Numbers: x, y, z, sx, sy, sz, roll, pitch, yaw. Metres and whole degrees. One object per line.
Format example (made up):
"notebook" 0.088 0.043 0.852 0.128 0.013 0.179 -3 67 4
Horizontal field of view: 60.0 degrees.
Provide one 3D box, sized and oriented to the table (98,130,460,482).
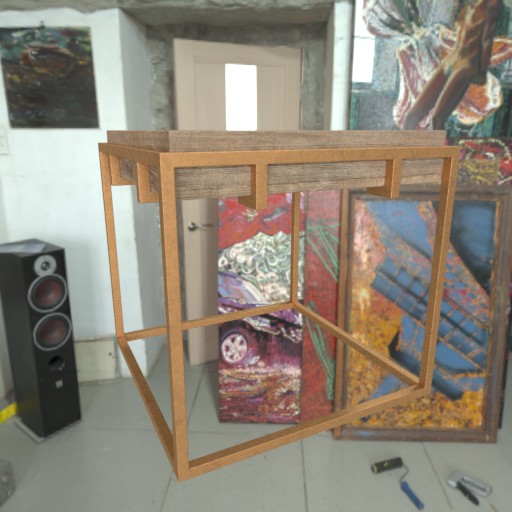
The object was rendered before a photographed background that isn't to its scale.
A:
"table" 0.000 0.000 1.070 0.599 0.584 0.599 -8 18 -26
